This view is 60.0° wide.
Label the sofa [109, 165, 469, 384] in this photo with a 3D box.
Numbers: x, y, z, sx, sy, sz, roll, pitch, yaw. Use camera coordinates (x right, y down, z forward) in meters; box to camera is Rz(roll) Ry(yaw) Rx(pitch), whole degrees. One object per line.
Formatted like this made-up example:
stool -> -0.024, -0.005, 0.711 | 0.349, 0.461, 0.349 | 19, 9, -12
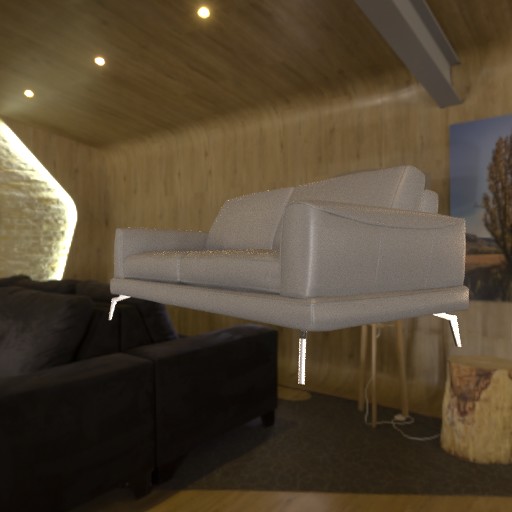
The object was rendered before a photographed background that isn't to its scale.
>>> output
sofa -> 0.000, 0.000, 2.709 | 1.121, 0.930, 2.177 | 0, 0, -36
